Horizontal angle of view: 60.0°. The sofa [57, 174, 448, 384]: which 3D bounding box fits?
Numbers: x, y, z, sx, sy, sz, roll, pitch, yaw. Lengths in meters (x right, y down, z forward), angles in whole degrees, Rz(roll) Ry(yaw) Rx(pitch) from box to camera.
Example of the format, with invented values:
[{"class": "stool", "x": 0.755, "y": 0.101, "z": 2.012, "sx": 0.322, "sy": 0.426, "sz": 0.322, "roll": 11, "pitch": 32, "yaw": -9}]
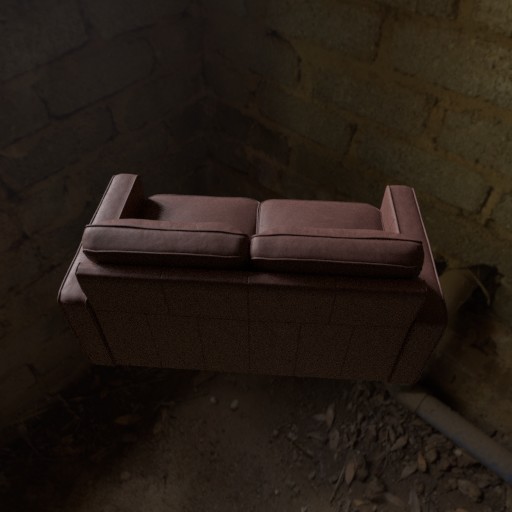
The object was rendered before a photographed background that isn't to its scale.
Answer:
[{"class": "sofa", "x": 0.000, "y": 0.000, "z": 2.301, "sx": 1.709, "sy": 0.918, "sz": 0.947, "roll": 3, "pitch": 47, "yaw": 3}]
